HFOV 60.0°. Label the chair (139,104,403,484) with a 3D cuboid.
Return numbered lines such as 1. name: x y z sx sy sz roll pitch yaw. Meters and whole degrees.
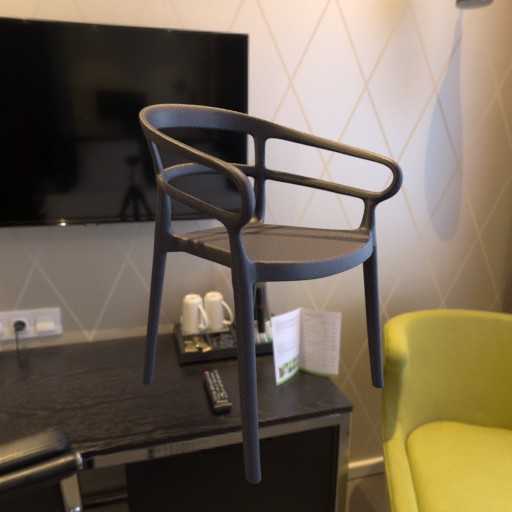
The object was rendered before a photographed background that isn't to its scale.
1. chair: 0.000 0.000 1.131 0.527 0.761 0.559 14 20 43
